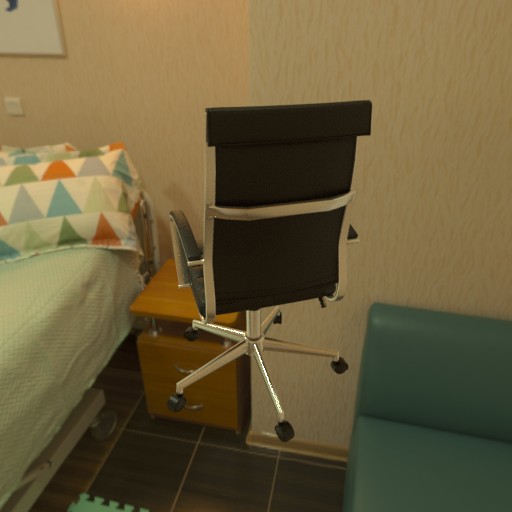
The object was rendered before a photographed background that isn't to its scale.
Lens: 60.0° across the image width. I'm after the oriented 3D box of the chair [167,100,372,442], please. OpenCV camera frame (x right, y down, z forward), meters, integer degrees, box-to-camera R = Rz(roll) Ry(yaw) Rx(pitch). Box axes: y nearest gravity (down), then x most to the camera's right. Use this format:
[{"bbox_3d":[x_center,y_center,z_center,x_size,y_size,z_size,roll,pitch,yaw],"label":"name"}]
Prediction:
[{"bbox_3d":[0.000,0.000,1.620,0.766,1.149,0.739,-8,28,-15],"label":"chair"}]
